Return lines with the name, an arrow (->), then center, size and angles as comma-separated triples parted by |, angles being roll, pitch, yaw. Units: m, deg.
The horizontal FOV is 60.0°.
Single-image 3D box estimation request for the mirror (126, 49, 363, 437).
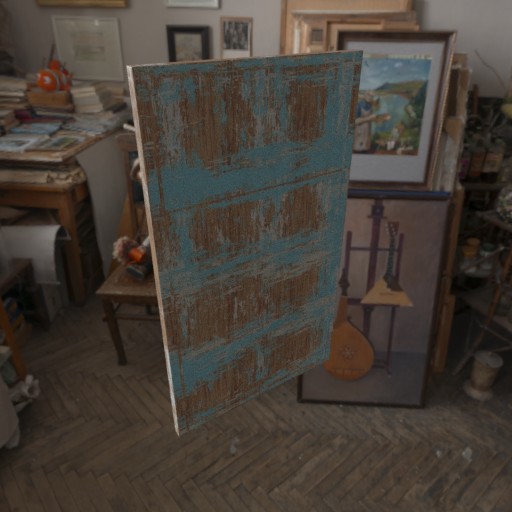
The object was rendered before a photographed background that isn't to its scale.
mirror -> 0.000, 0.000, 1.469 | 0.707, 1.213, 0.083 | -18, 34, -29
